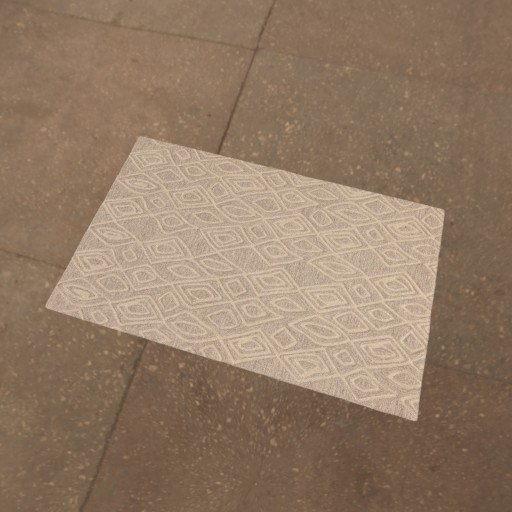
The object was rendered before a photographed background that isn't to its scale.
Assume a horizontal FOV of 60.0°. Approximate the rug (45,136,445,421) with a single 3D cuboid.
[{"bbox_3d":[0.000,0.000,3.084,2.442,0.010,1.546,15,64,8],"label":"rug"}]
